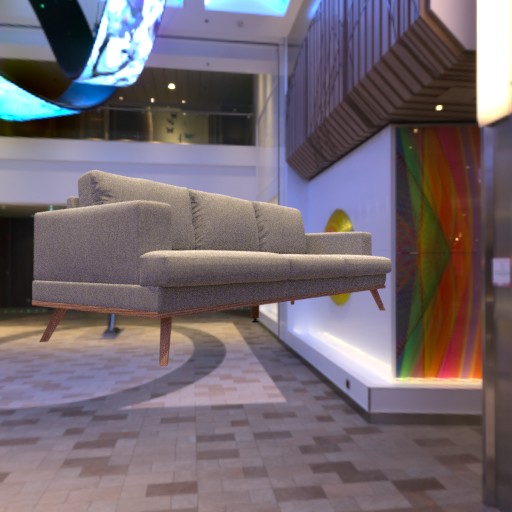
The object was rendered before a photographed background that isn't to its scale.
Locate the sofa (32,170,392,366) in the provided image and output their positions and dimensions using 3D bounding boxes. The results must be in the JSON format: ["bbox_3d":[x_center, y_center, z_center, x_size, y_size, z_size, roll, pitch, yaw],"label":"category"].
[{"bbox_3d":[0.000,0.000,2.719,0.920,0.810,2.310,-1,-1,36],"label":"sofa"}]
